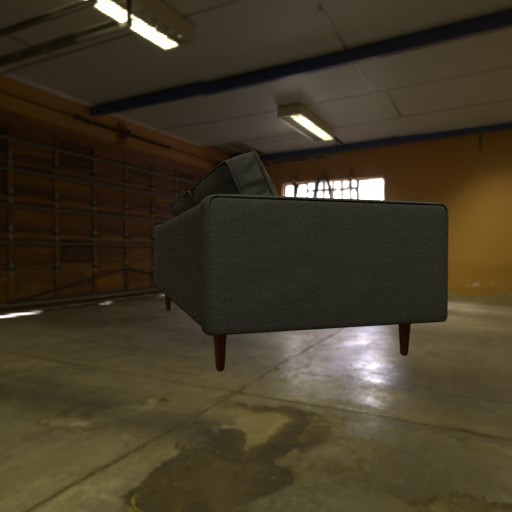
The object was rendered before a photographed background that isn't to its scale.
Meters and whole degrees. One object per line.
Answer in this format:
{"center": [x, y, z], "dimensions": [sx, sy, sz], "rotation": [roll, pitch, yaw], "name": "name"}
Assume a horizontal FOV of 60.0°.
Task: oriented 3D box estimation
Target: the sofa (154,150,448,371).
{"center": [0.000, 0.000, 2.353], "dimensions": [0.914, 0.759, 1.875], "rotation": [0, 1, -18], "name": "sofa"}
